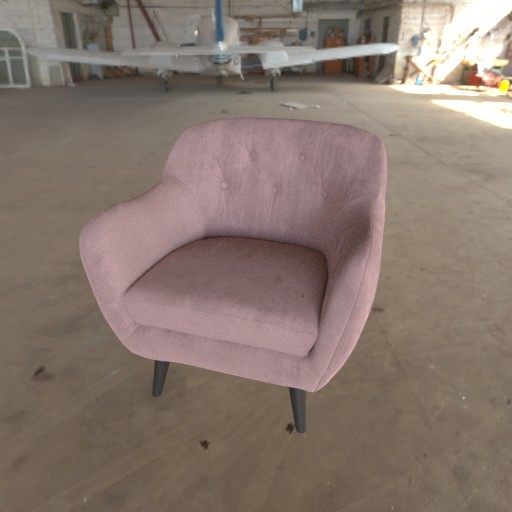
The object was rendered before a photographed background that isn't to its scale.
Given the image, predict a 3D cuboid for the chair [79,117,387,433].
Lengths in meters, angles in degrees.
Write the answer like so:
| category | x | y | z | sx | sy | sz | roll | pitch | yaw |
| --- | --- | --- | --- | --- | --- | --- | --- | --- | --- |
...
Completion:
| category | x | y | z | sx | sy | sz | roll | pitch | yaw |
| --- | --- | --- | --- | --- | --- | --- | --- | --- | --- |
| chair | 0.000 | 0.000 | 1.551 | 0.840 | 0.820 | 0.820 | 8 | 27 | 16 |
